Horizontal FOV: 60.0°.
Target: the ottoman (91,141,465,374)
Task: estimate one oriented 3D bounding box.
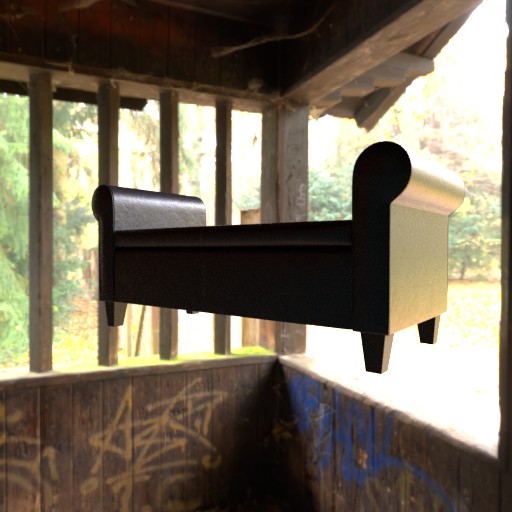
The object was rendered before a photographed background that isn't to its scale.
[{"bbox_3d":[0.000,0.000,1.563,1.256,0.547,0.521,1,1,38],"label":"ottoman"}]
